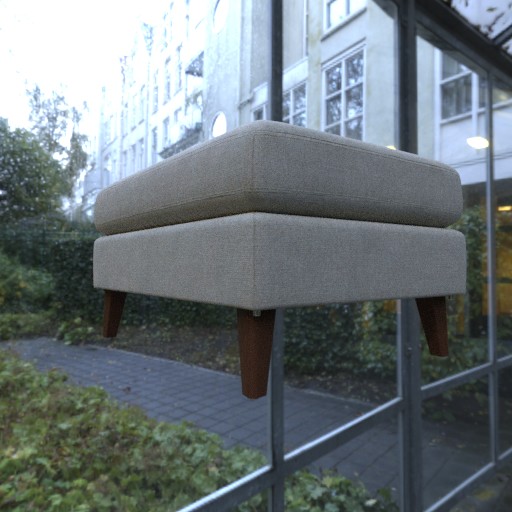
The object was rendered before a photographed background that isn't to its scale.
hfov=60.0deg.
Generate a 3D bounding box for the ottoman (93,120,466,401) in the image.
[{"bbox_3d":[0.000,0.000,1.161,0.610,0.478,0.823,1,-1,-36],"label":"ottoman"}]
